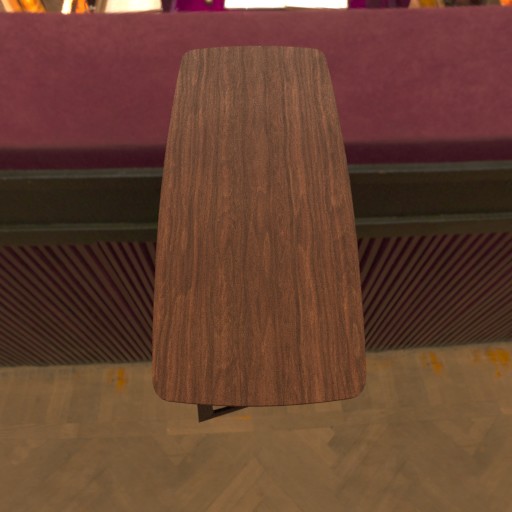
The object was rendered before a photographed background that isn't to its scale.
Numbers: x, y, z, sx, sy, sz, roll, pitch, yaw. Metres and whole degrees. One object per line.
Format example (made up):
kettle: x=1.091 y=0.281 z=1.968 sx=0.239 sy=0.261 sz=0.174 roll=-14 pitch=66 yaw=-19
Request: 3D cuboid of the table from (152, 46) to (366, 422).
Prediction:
table: x=0.000 y=0.000 z=1.102 sx=0.361 sy=0.576 sz=0.804 roll=-1 pitch=63 yaw=0
